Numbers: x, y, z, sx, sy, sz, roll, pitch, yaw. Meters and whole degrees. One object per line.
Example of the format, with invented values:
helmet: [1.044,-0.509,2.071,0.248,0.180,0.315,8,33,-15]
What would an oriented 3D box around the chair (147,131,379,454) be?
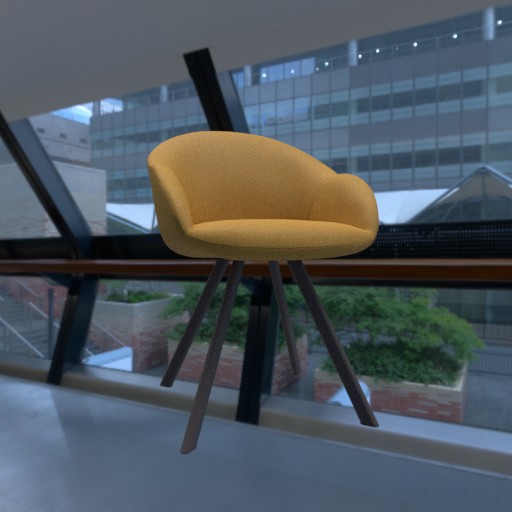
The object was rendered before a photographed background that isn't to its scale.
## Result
chair: [0.000,0.000,1.184,0.551,0.793,0.583,0,1,-17]
